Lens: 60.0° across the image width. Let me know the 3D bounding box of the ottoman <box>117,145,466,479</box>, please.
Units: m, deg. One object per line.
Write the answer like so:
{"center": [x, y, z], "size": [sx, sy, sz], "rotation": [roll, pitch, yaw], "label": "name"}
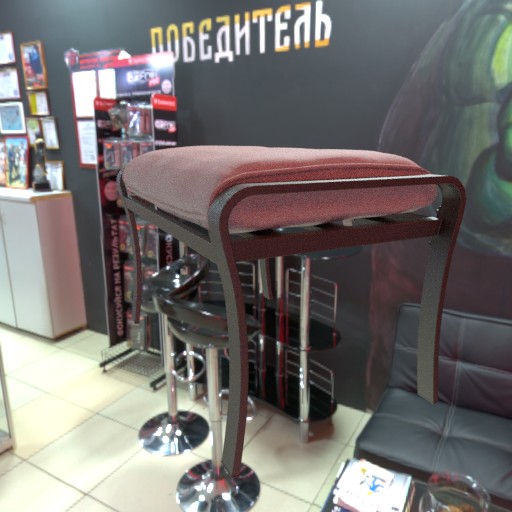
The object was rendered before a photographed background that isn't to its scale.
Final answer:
{"center": [0.000, 0.000, 0.879], "size": [0.406, 0.422, 0.610], "rotation": [-7, 16, -26], "label": "ottoman"}
